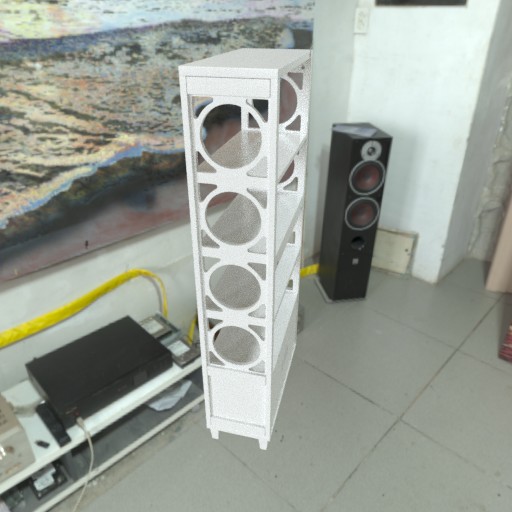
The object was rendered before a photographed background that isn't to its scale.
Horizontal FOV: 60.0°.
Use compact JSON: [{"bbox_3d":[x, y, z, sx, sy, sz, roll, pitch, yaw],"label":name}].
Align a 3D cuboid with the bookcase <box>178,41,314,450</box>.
[{"bbox_3d":[0.000,0.000,2.169,0.361,1.869,0.761,7,30,13],"label":"bookcase"}]
